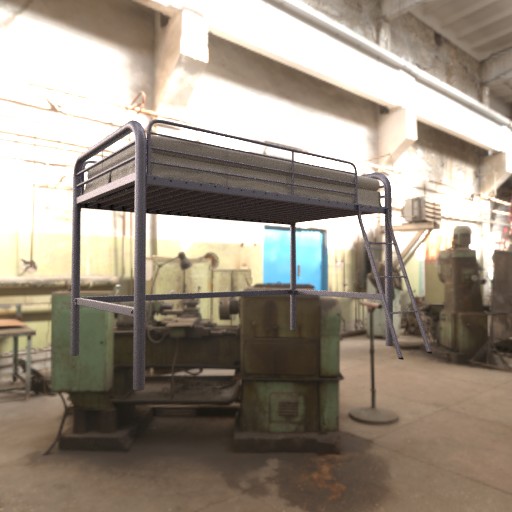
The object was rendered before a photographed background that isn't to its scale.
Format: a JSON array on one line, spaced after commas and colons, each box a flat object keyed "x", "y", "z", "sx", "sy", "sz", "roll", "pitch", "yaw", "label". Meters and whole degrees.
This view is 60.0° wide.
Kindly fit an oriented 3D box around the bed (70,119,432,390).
[{"x": 0.000, "y": 0.000, "z": 2.936, "sx": 1.965, "sy": 1.288, "sz": 1.415, "roll": 1, "pitch": -2, "yaw": -38, "label": "bed"}]
